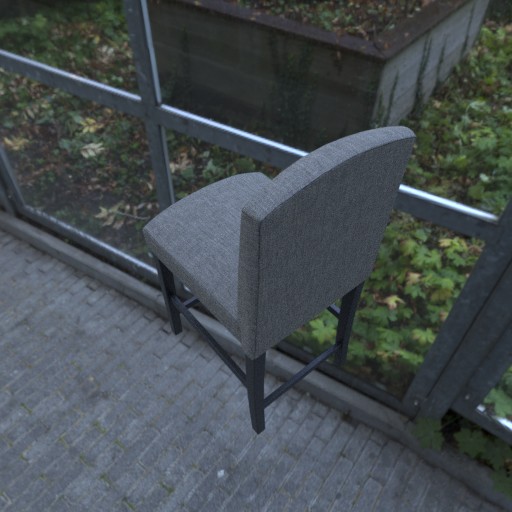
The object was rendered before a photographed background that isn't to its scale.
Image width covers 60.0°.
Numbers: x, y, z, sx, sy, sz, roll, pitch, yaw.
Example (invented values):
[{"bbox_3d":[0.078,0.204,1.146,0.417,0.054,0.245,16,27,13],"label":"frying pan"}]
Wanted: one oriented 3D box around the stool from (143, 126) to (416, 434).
[{"bbox_3d":[0.000,0.000,1.303,0.451,0.966,0.552,-30,53,-26],"label":"stool"}]
